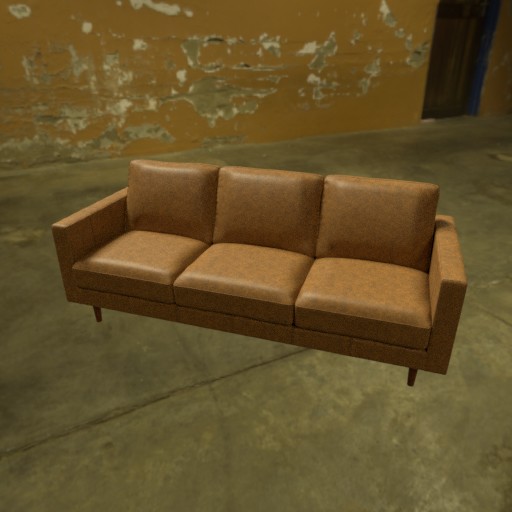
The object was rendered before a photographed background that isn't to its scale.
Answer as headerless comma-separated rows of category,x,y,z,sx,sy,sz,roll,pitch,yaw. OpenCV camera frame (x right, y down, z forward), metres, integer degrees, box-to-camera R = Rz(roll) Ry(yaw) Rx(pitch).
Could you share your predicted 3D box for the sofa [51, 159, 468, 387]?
sofa,0.000,0.000,2.703,2.231,0.930,0.903,8,27,16
